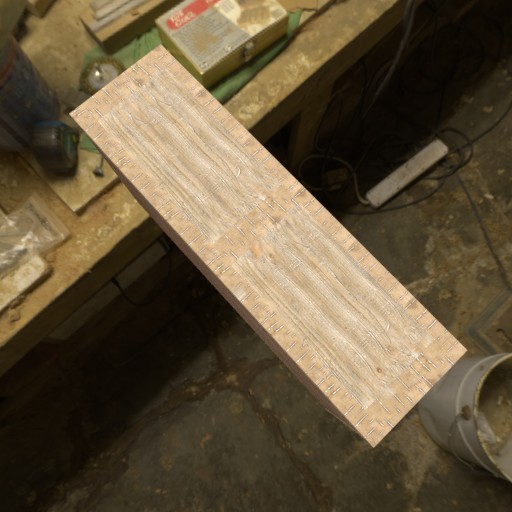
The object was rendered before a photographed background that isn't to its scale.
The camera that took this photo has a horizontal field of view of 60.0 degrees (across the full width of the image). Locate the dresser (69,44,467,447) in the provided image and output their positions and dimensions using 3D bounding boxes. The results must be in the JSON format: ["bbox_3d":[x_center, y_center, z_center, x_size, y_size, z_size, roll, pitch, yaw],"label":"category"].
[{"bbox_3d":[0.000,0.000,2.098,0.457,1.016,1.626,-42,80,-9],"label":"dresser"}]
